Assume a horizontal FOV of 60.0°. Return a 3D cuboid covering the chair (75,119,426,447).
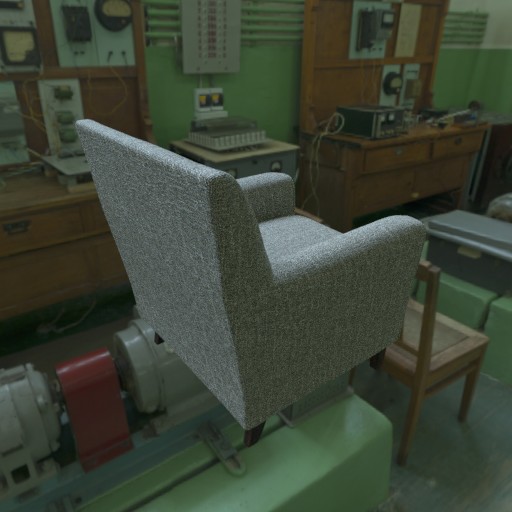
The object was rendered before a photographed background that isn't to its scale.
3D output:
[{"bbox_3d":[0.000,0.000,1.599,0.873,0.928,0.864,-18,31,-33],"label":"chair"}]
